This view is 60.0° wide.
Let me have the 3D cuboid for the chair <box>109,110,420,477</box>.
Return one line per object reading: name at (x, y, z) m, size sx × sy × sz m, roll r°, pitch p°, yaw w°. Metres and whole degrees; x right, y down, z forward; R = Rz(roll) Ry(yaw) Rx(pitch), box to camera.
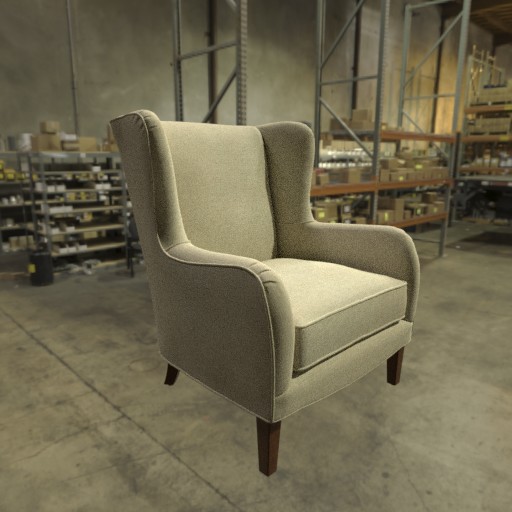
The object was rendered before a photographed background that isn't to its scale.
chair at (0.000, 0.000, 1.696) m, size 0.838 × 1.040 × 0.966 m, roll -12°, pitch 18°, yaw -43°
